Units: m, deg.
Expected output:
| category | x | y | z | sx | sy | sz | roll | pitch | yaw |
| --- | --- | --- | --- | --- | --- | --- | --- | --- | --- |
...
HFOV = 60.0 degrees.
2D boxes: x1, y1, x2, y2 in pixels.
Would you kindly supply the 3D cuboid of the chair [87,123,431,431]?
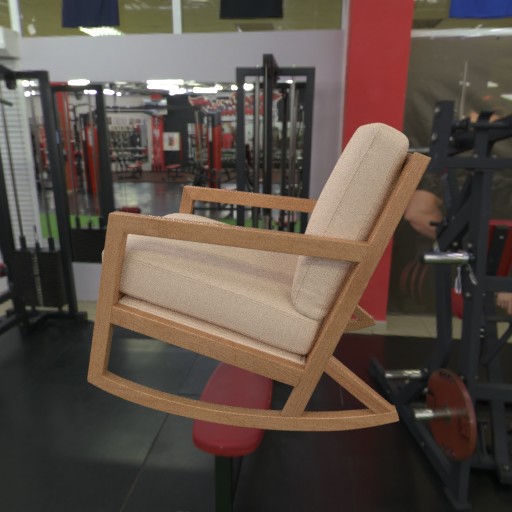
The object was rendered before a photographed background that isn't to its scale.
| category | x | y | z | sx | sy | sz | roll | pitch | yaw |
| --- | --- | --- | --- | --- | --- | --- | --- | --- | --- |
| chair | 0.000 | 0.000 | 1.392 | 0.857 | 0.790 | 0.622 | 2 | 16 | 9 |
